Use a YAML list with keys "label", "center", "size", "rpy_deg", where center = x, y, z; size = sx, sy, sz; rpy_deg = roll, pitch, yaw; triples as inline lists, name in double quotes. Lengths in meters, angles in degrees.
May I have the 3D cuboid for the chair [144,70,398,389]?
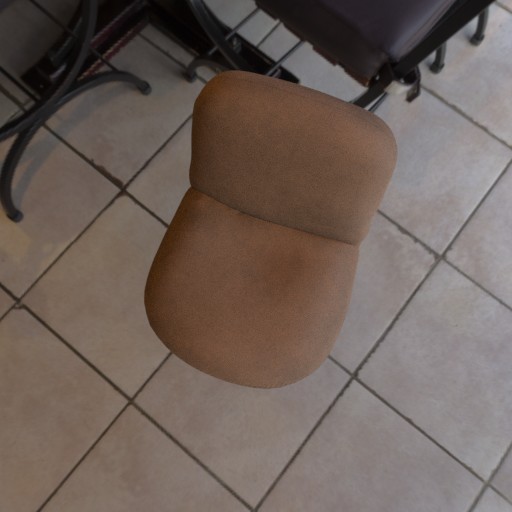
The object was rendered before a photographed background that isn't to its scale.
- label: "chair"
  center: [0.000, 0.000, 1.042]
  size: [0.521, 0.594, 0.597]
  rpy_deg: [20, 77, 5]
